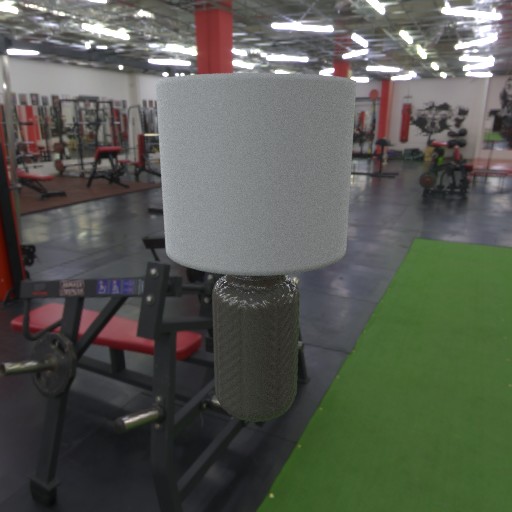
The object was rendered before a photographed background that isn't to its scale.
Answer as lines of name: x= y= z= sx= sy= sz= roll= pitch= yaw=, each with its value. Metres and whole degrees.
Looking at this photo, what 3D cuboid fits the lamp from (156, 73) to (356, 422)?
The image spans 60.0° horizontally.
lamp: x=0.000 y=0.000 z=0.512 sx=0.203 sy=0.389 sz=0.203 roll=9 pitch=19 yaw=27
